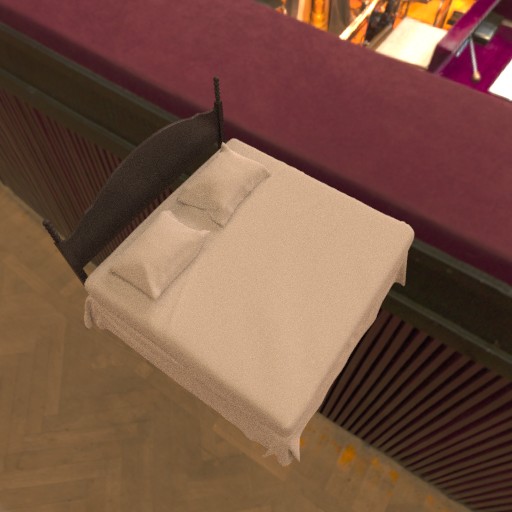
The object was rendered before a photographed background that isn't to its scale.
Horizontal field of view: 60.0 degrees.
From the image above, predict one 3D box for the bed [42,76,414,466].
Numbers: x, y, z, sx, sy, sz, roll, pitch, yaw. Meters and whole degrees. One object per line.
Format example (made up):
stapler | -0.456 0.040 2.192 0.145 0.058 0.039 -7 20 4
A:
bed | 0.000 0.000 3.616 2.219 1.355 2.322 31 63 18
